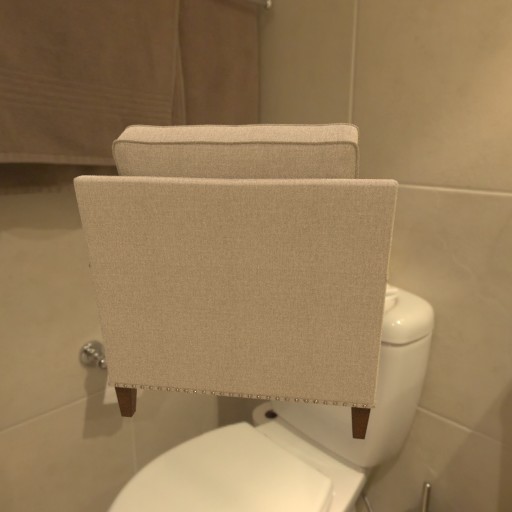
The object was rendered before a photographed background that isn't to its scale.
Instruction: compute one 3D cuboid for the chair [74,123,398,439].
[{"bbox_3d":[0.000,0.000,1.685,0.853,0.943,1.014,2,15,8],"label":"chair"}]
